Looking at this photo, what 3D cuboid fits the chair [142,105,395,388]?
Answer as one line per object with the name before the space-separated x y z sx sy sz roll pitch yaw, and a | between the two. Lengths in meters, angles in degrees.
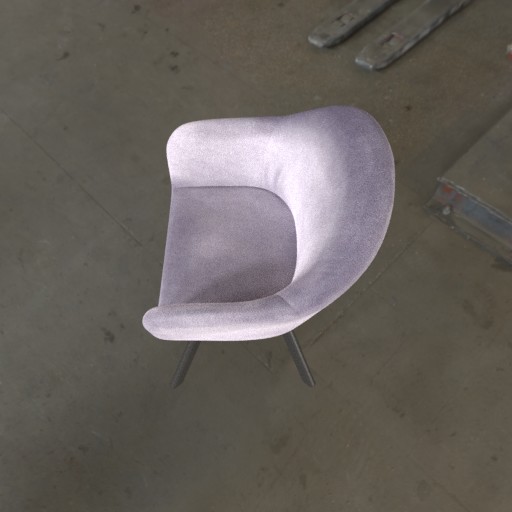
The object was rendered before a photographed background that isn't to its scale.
chair | 0.000 0.000 1.178 0.540 0.780 0.570 0 58 0
